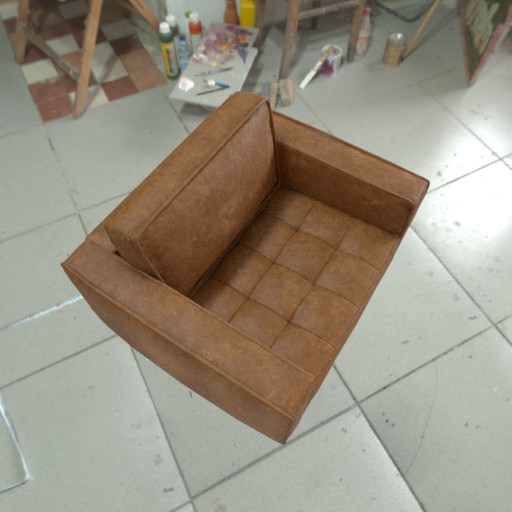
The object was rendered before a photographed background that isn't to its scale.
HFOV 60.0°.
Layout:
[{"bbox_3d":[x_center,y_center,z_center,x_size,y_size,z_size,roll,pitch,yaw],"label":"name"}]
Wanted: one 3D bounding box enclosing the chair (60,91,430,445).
[{"bbox_3d":[0.000,0.000,1.518,0.798,0.767,0.928,29,63,16],"label":"chair"}]
